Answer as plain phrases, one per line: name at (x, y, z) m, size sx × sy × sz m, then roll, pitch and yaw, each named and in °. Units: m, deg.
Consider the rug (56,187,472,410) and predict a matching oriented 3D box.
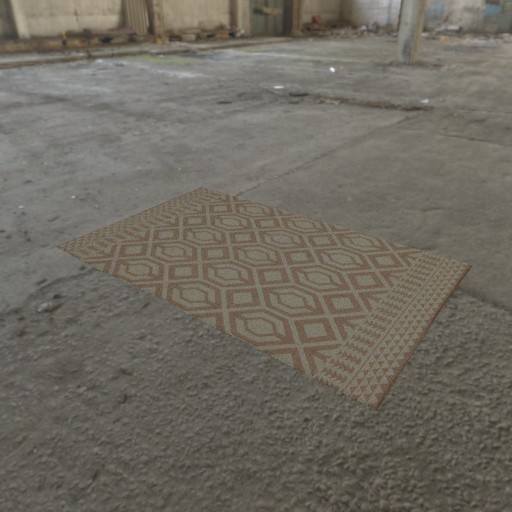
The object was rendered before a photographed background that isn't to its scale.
rug at (0.000, 0.000, 3.040) m, size 2.435 × 0.011 × 1.526 m, roll 20°, pitch 35°, yaw 32°
